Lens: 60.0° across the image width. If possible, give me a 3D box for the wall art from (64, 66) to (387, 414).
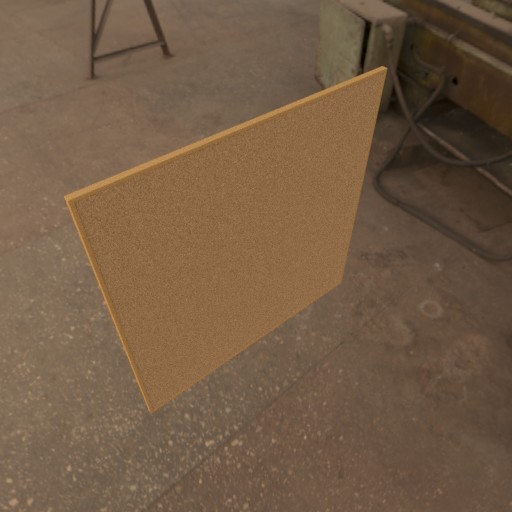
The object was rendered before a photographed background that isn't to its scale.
[{"bbox_3d":[0.000,0.000,0.975,0.657,0.655,0.014,-30,53,-26],"label":"wall art"}]
